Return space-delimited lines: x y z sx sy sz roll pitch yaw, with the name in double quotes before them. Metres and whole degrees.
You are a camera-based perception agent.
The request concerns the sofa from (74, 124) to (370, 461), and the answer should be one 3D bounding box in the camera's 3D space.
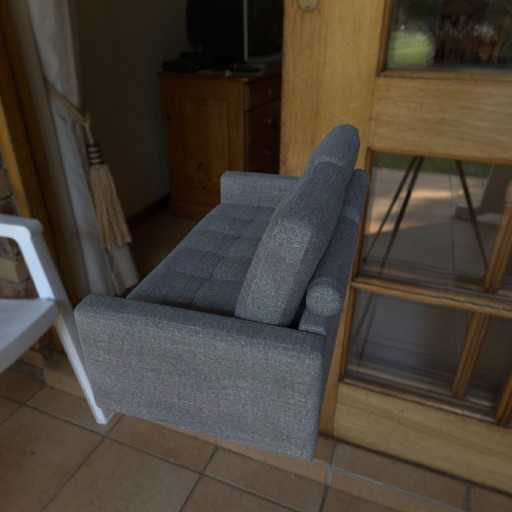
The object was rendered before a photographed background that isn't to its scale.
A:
"sofa" 0.000 0.000 1.906 0.842 0.907 1.407 8 30 14
